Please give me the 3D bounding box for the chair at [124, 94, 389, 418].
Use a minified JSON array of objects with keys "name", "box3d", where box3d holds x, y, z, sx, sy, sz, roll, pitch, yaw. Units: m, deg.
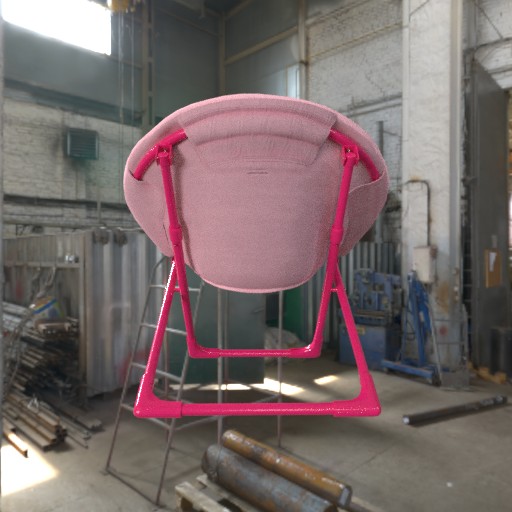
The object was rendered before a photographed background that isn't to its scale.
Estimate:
[{"name":"chair","box3d":[0.000,0.000,0.897,0.522,0.494,0.459,0,0,-1]}]
